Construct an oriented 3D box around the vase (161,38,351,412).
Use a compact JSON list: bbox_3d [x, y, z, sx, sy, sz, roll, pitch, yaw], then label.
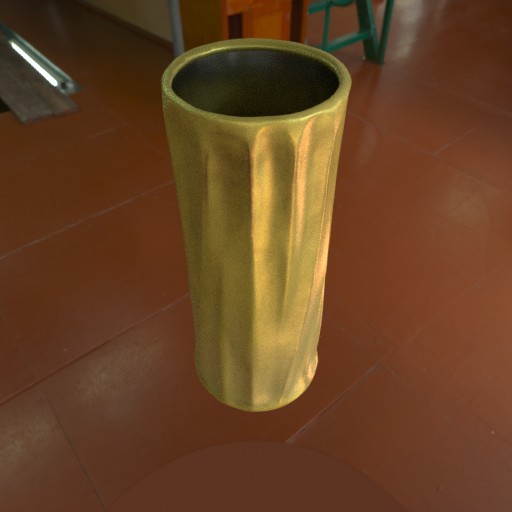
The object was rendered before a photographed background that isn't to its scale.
[{"bbox_3d":[0.000,0.000,0.171,0.061,0.143,0.061,0,46,0],"label":"vase"}]
